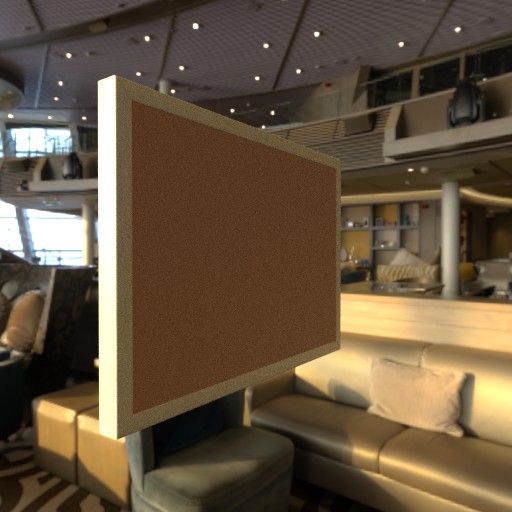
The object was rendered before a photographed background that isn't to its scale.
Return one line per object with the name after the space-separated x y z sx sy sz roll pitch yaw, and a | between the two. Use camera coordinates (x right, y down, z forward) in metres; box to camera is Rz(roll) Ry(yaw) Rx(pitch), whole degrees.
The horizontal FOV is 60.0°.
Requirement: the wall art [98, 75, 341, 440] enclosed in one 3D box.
0.000 0.000 0.685 0.032 0.381 0.533 0 1 36 | wall art
